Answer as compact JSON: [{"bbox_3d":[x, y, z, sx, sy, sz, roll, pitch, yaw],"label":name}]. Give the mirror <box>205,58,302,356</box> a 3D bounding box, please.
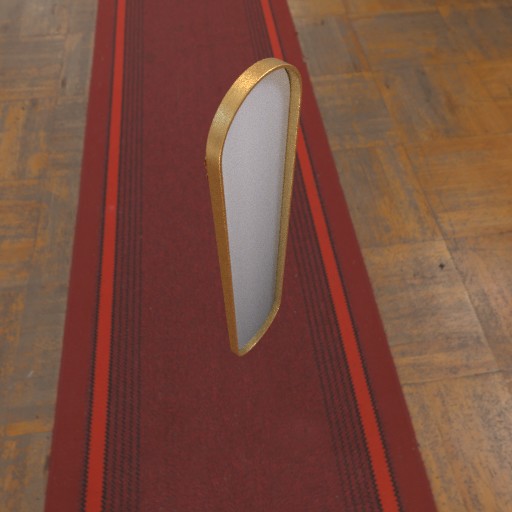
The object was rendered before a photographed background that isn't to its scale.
[{"bbox_3d":[0.000,0.000,1.056,0.032,0.991,0.222,33,63,19],"label":"mirror"}]
